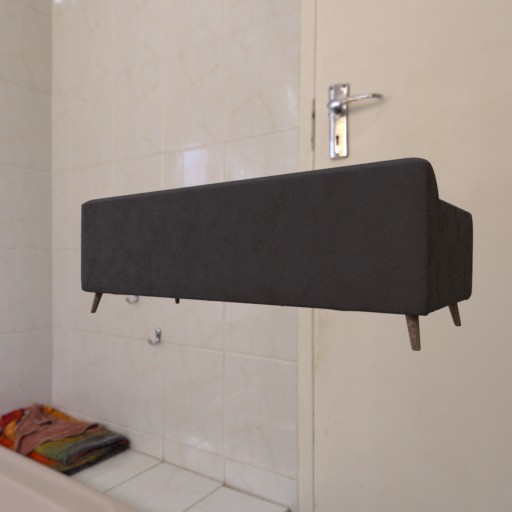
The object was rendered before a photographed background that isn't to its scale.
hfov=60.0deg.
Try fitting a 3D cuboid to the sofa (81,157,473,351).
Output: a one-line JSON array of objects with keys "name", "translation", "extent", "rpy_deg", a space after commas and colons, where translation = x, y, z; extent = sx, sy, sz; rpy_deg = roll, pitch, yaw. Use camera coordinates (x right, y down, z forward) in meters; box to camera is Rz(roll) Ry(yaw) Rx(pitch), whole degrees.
[{"name": "sofa", "translation": [0.000, 0.000, 2.613], "extent": [2.190, 0.740, 0.900], "rpy_deg": [0, -1, 36]}]
